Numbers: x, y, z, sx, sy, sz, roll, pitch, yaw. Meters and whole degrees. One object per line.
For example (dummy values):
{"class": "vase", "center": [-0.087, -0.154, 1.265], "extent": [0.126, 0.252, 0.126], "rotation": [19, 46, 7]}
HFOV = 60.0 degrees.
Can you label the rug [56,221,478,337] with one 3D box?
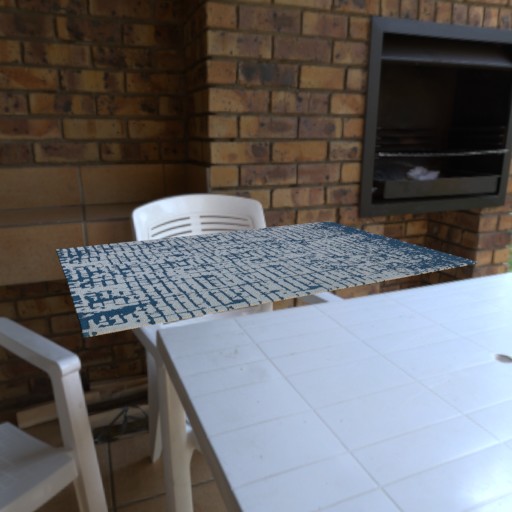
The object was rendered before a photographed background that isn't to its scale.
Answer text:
{"class": "rug", "center": [0.000, 0.000, 2.294], "extent": [1.828, 0.007, 1.220], "rotation": [-8, 17, -26]}
